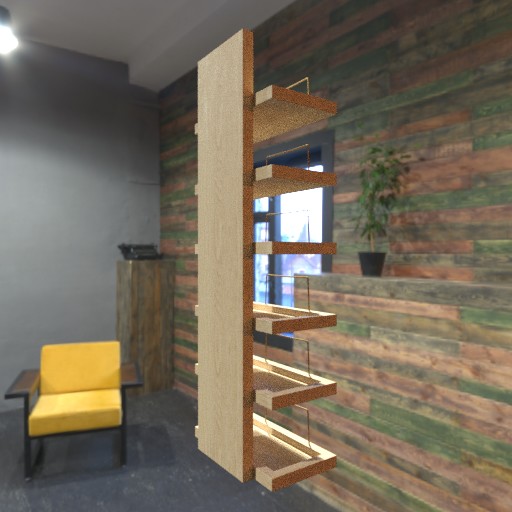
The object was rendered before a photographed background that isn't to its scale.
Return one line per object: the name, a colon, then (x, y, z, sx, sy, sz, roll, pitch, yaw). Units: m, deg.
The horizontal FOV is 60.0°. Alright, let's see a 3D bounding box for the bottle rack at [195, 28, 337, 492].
bottle rack: (0.000, 0.000, 1.060, 0.206, 0.943, 0.330, 0, 0, -35)
